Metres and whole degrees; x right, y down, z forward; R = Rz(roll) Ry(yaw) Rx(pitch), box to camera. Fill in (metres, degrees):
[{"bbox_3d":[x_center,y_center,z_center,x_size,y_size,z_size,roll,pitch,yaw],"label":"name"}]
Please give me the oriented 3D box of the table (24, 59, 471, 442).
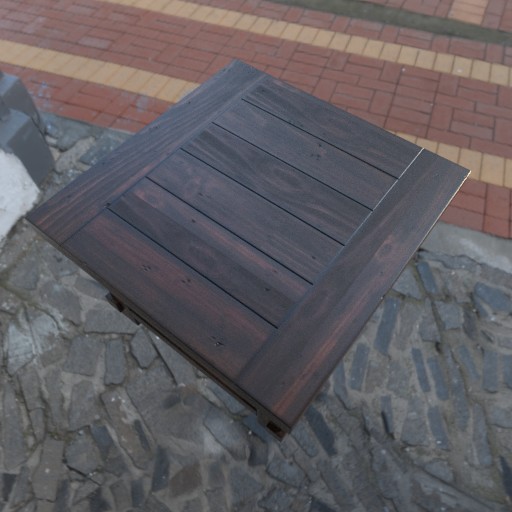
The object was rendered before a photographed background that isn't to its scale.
[{"bbox_3d":[0.000,0.000,1.015,0.593,0.437,0.606,33,63,19],"label":"table"}]
